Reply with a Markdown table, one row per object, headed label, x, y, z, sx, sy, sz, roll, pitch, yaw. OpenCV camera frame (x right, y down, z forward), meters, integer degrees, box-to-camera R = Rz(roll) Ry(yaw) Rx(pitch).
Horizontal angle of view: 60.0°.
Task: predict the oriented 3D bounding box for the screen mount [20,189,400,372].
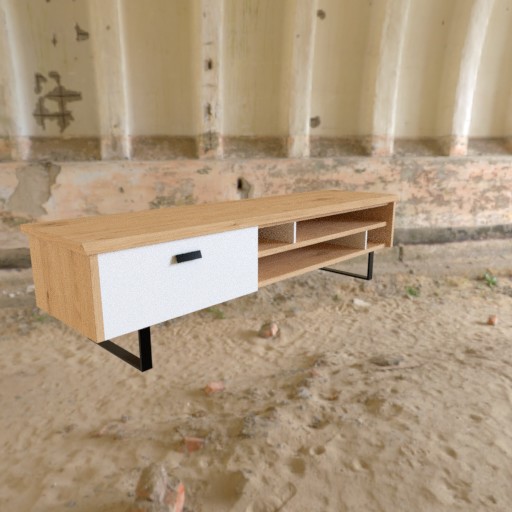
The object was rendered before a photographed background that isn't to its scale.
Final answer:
| label | x | y | z | sx | sy | sz | roll | pitch | yaw |
| --- | --- | --- | --- | --- | --- | --- | --- | --- | --- |
| screen mount | 0.000 | 0.000 | 1.906 | 0.450 | 0.430 | 1.700 | 13 | 19 | 42 |
